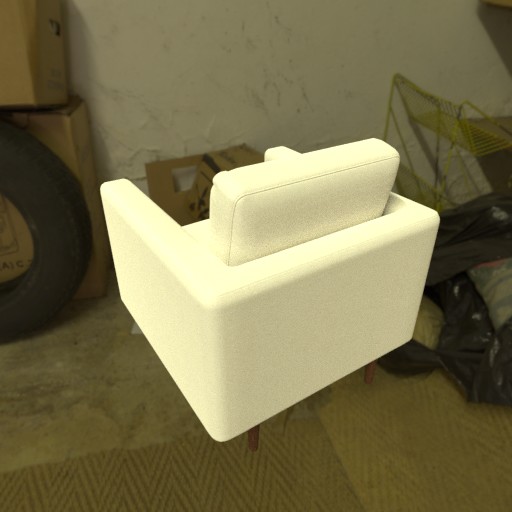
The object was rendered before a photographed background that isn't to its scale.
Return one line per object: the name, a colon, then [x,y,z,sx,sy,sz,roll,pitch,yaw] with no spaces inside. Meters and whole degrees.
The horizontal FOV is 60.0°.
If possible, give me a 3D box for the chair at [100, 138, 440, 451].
chair: [0.000,0.000,1.602,0.831,0.899,0.879,-19,36,-28]
